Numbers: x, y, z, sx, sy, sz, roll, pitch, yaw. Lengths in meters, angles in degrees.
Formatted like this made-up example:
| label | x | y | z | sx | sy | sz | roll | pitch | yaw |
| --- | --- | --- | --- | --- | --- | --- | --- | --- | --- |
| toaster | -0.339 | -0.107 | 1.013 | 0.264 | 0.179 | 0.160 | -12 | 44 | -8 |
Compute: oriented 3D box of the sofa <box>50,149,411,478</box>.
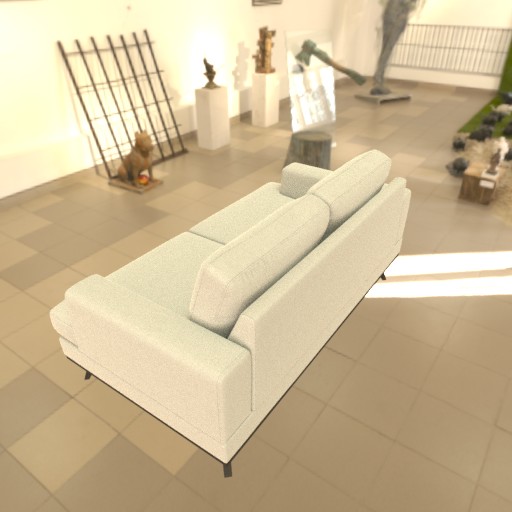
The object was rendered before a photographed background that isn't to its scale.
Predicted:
| label | x | y | z | sx | sy | sz | roll | pitch | yaw |
| --- | --- | --- | --- | --- | --- | --- | --- | --- | --- |
| sofa | 0.000 | 0.000 | 2.123 | 0.920 | 0.810 | 1.650 | 20 | 37 | 29 |
